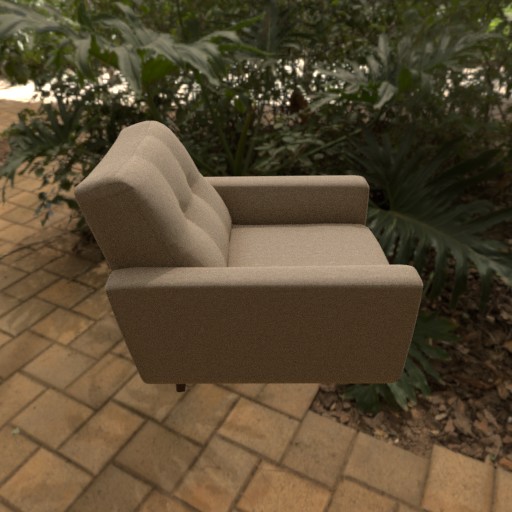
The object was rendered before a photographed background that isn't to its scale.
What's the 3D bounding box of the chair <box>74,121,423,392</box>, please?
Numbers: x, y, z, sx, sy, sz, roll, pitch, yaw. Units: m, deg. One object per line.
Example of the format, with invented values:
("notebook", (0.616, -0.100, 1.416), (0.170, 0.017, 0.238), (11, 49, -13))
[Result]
("chair", (0.000, 0.000, 1.854), (1.128, 0.965, 0.897), (0, 33, -1))
